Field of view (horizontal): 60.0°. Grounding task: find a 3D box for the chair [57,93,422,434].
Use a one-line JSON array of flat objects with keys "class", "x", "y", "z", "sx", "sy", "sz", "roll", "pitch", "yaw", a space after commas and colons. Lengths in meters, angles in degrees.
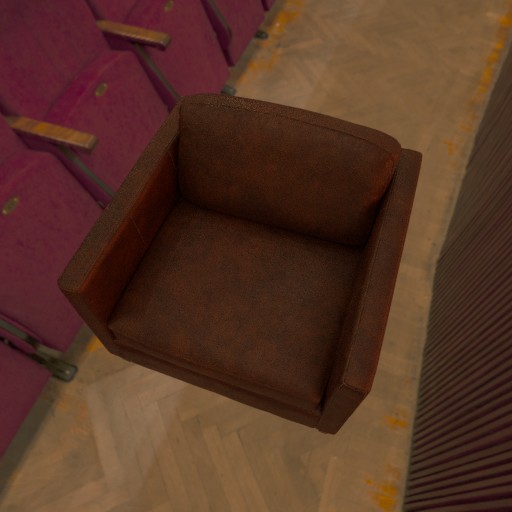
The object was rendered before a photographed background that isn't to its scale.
[{"class": "chair", "x": 0.000, "y": 0.000, "z": 1.723, "sx": 0.990, "sy": 0.864, "sz": 0.975, "roll": 17, "pitch": 59, "yaw": 10}]
